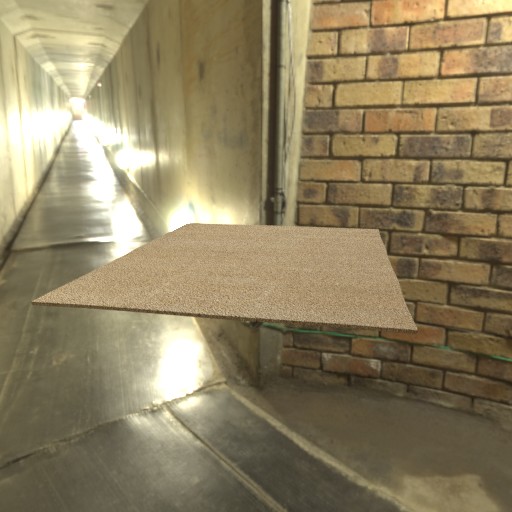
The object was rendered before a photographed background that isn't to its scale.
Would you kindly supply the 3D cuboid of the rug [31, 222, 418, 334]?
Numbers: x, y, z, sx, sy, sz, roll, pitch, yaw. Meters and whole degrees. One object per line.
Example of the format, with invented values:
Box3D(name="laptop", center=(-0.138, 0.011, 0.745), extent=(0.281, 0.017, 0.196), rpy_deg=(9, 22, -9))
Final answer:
Box3D(name="rug", center=(0.000, 0.000, 4.088), extent=(2.400, 0.025, 3.000), rpy_deg=(3, 15, 11))
